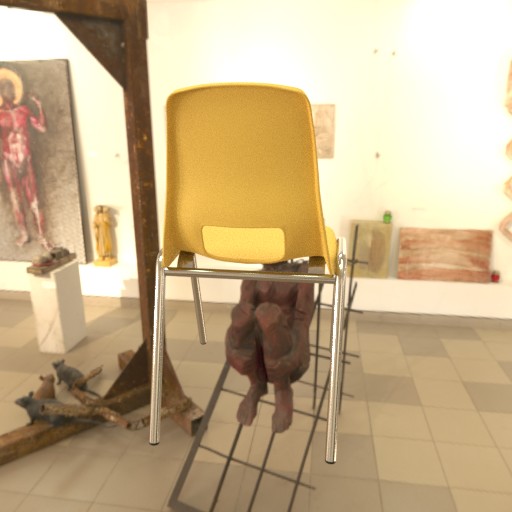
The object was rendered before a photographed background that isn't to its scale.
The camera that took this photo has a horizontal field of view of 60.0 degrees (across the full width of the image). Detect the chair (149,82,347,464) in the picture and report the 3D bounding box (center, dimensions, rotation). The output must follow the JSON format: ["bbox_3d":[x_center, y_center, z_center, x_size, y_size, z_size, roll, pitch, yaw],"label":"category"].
[{"bbox_3d":[0.000,0.000,0.939,0.381,0.653,0.436,2,17,8],"label":"chair"}]
